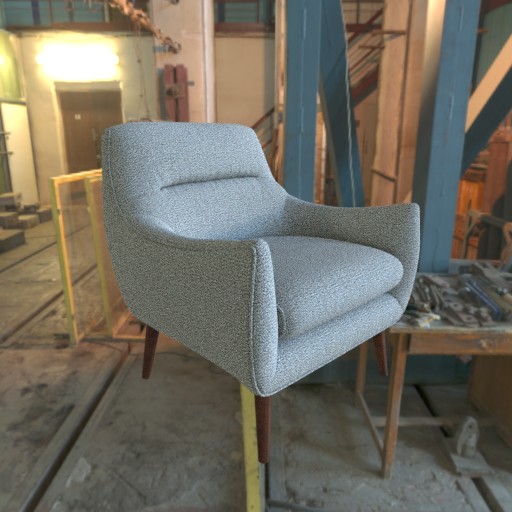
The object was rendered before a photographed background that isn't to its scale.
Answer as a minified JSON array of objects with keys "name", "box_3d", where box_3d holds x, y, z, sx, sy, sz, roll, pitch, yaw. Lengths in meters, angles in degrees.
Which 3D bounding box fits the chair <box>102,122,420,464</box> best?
[{"name":"chair","box_3d":[0.000,0.000,1.434,0.762,0.838,0.787,-15,21,-43]}]
